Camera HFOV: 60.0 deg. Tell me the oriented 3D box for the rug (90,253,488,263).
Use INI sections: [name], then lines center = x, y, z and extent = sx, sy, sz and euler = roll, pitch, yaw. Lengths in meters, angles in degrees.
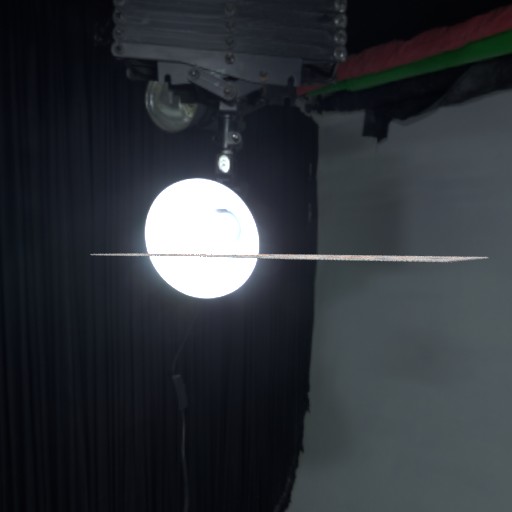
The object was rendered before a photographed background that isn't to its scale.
[rug]
center = 0.000, 0.000, 2.727
extent = 2.432, 0.008, 0.766
euler = 1, 2, 38
